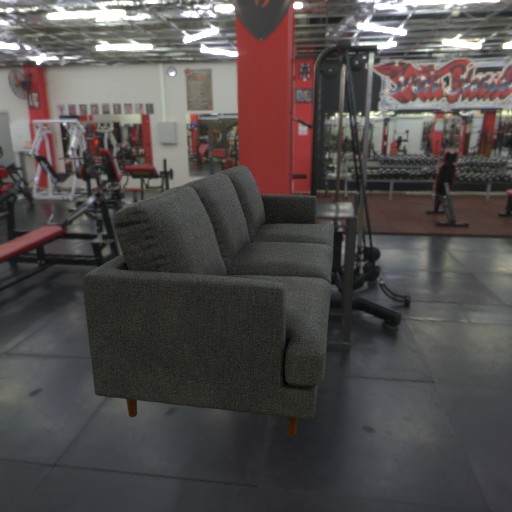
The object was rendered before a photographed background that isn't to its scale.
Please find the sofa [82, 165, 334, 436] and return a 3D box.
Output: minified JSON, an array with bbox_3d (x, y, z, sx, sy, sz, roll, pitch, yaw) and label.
[{"bbox_3d":[0.000,0.000,2.650,0.903,0.930,2.246,3,16,10],"label":"sofa"}]
